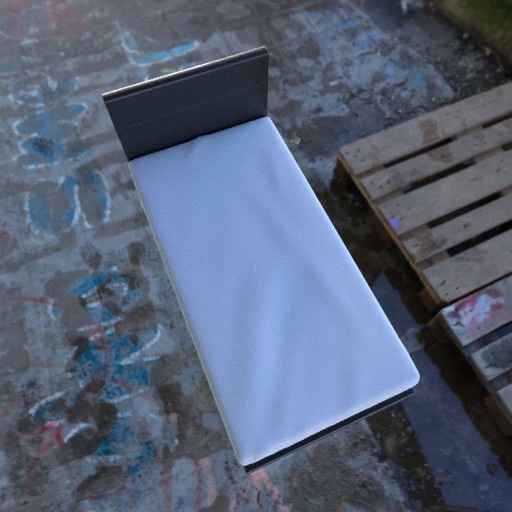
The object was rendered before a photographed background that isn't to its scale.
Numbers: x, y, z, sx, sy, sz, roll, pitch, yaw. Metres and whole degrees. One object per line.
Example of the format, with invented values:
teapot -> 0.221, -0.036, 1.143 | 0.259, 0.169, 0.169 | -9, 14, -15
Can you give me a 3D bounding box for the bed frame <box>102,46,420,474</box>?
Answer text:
bed frame -> 0.000, 0.000, 2.490 | 1.038, 1.046, 2.152 | -21, 66, -10
